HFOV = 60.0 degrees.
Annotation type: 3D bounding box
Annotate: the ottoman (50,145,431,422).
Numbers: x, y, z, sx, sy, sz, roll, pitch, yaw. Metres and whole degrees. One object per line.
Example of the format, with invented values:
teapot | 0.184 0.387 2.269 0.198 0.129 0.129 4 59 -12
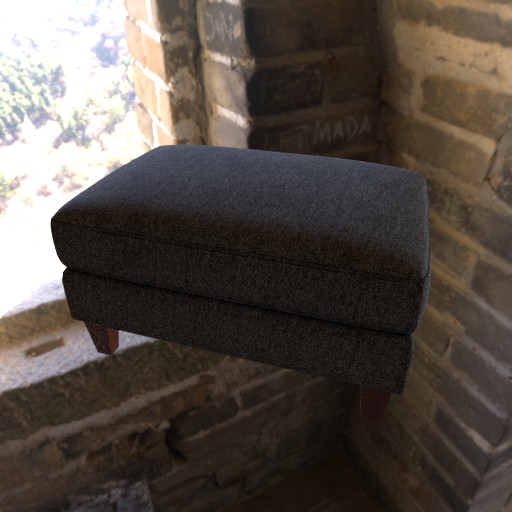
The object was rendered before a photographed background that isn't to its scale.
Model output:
ottoman | 0.000 0.000 1.225 0.864 0.483 0.584 9 33 15
